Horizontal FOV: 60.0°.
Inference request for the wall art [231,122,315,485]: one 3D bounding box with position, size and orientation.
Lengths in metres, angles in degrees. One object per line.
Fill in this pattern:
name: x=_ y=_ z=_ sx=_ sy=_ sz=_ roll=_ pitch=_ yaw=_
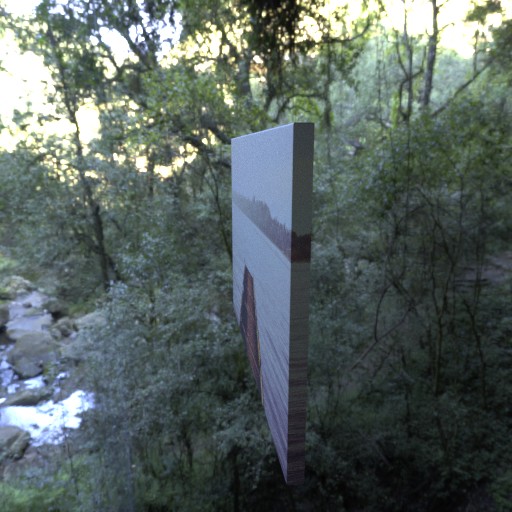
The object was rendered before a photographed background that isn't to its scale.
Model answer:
wall art: x=0.000 y=0.000 z=1.439 sx=0.040 sy=0.765 sz=1.149 roll=-2 pitch=14 yaw=-8
